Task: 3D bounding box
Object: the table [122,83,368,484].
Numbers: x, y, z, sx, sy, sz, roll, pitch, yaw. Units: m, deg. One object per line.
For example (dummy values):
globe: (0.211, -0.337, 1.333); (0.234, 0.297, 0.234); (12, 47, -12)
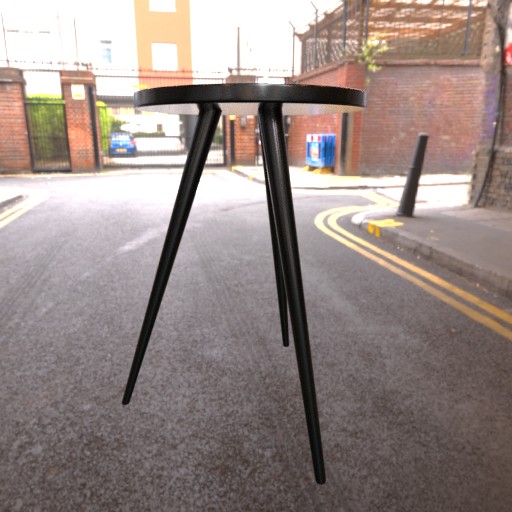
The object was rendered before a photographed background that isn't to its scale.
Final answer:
table: (0.000, 0.000, 0.810); (0.403, 0.548, 0.415); (7, 17, 26)
